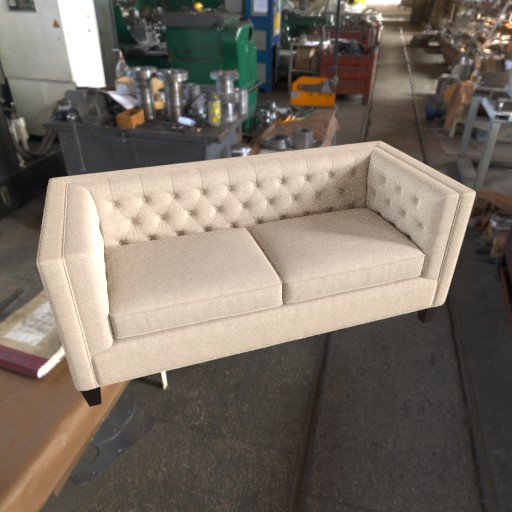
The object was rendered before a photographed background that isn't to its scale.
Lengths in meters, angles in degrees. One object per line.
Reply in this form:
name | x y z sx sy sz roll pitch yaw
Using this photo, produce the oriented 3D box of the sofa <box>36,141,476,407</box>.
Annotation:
sofa | 0.000 0.000 2.191 1.778 0.762 0.775 -10 33 -16
